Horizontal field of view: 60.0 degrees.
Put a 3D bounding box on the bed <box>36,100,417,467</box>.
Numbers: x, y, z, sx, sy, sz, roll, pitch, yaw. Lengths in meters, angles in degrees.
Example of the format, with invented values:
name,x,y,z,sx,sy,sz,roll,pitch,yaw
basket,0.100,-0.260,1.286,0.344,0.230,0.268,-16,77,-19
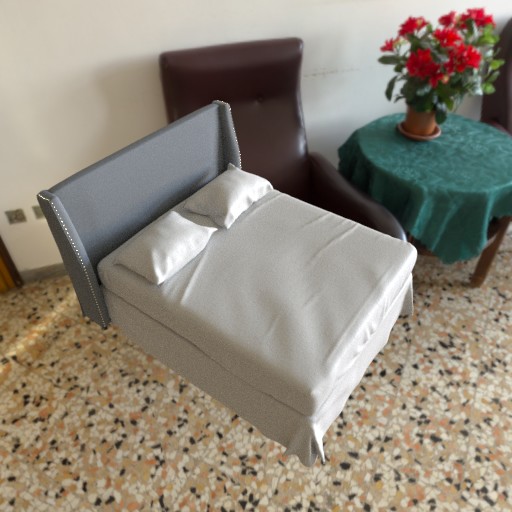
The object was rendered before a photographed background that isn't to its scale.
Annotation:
name,x,y,z,sx,sy,sz,roll,pitch,yaw
bed,0.000,0.000,3.452,2.276,1.332,1.925,26,48,26
